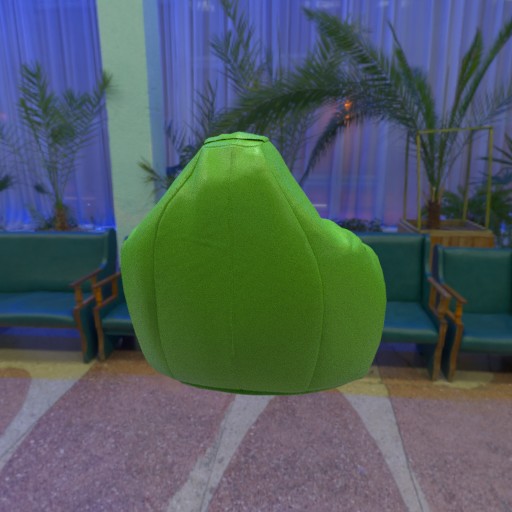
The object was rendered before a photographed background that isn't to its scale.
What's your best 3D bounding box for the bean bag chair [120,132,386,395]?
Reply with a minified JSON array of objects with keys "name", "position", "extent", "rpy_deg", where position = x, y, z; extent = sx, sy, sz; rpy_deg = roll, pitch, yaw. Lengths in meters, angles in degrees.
[{"name":"bean bag chair","position":[0.000,0.000,1.851],"extent":[1.070,0.990,1.070],"rpy_deg":[2,15,8]}]
